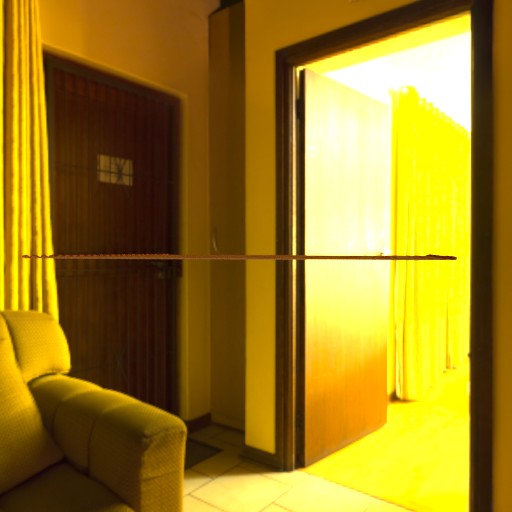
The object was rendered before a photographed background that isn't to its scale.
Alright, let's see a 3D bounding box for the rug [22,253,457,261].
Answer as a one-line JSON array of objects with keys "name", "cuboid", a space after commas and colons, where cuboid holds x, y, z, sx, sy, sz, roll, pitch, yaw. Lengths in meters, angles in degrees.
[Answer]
[{"name": "rug", "cuboid": [0.000, 0.000, 4.362, 3.369, 0.035, 2.451, 0, 1, 18]}]
